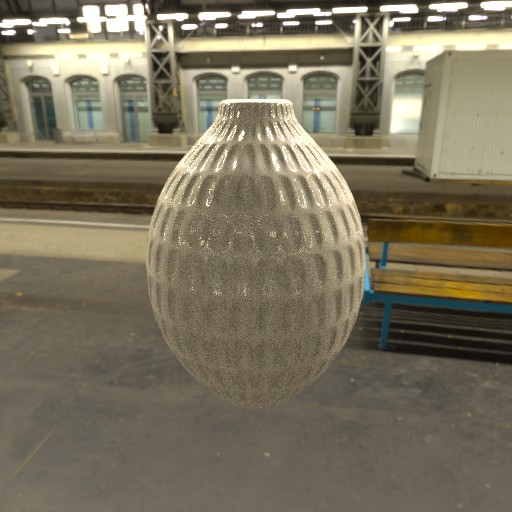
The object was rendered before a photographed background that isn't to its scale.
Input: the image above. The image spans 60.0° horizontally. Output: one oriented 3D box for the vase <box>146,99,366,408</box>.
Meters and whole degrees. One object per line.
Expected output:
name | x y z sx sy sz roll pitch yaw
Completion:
vase | 0.000 0.000 0.335 0.162 0.223 0.162 0 18 0
